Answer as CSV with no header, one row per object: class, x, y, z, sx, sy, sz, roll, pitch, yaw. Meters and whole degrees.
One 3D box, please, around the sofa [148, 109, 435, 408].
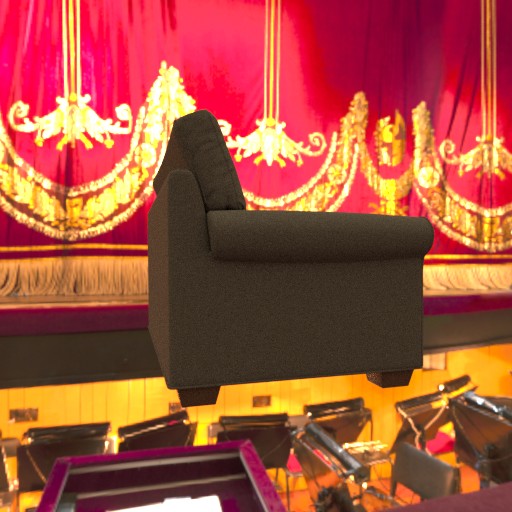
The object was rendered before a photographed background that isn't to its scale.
sofa,0.000,0.000,2.096,0.940,0.953,1.410,0,0,-16
